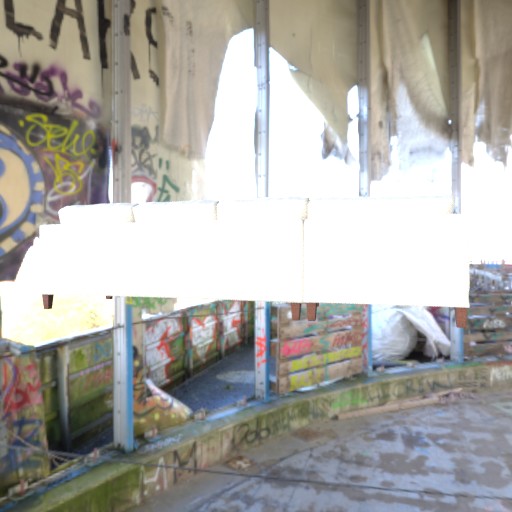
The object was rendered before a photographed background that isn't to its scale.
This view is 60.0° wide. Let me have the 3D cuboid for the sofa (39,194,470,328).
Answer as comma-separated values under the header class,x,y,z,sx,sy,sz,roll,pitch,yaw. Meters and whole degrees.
class,x,y,z,sx,sy,sz,roll,pitch,yaw
sofa,0.000,0.000,3.881,3.186,0.861,1.625,0,0,17
